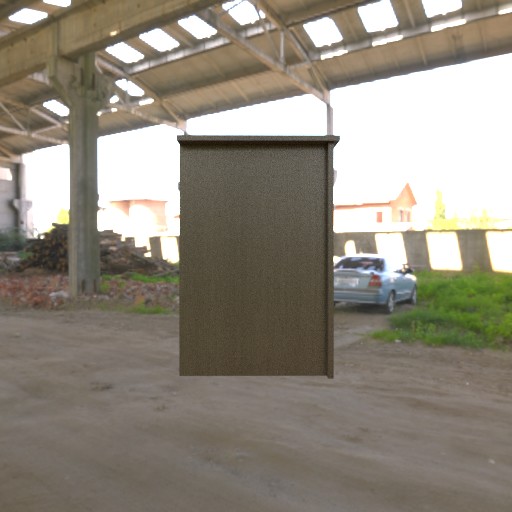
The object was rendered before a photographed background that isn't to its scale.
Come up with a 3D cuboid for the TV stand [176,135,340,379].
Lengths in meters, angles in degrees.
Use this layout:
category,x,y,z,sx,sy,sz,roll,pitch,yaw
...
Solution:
category,x,y,z,sx,sy,sz,roll,pitch,yaw
TV stand,0.000,0.000,1.987,0.406,0.610,1.778,0,0,0
